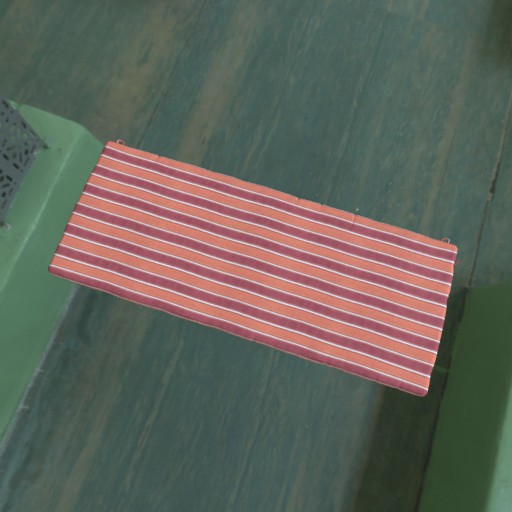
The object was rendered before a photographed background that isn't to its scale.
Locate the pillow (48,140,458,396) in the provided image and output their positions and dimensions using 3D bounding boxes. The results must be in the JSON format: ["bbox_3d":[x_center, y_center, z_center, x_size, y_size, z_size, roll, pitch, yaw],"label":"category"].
[{"bbox_3d":[0.000,0.000,1.343,1.187,0.081,0.492,17,76,5],"label":"pillow"}]
